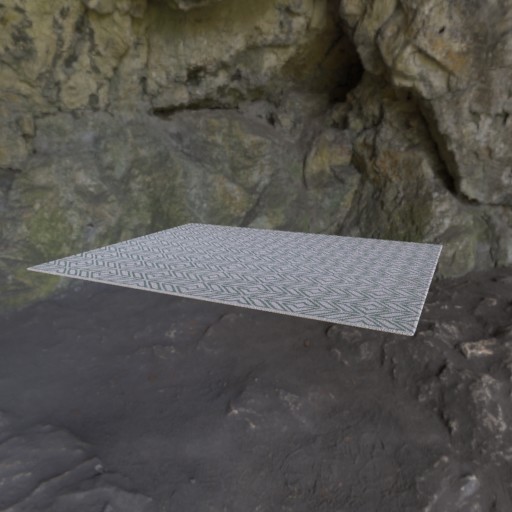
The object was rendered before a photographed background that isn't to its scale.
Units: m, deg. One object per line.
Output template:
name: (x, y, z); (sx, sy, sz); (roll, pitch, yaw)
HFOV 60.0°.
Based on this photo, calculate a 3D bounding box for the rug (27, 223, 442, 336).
rug: (0.000, 0.000, 4.092); (3.050, 0.017, 2.441); (7, 16, 25)
